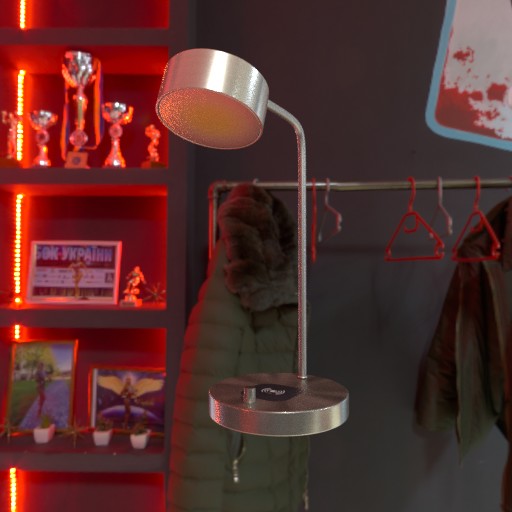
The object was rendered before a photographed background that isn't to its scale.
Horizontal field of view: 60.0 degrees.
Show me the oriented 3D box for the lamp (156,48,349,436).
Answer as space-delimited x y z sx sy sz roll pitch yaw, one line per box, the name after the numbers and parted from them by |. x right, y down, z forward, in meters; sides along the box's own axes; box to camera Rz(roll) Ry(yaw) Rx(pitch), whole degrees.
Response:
0.000 0.000 0.630 0.211 0.469 0.334 -1 -1 34 | lamp
